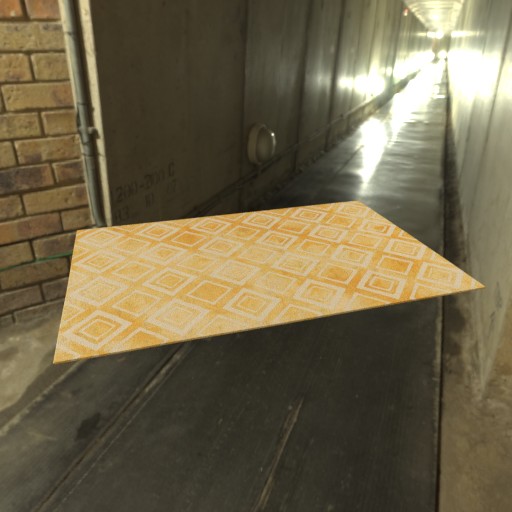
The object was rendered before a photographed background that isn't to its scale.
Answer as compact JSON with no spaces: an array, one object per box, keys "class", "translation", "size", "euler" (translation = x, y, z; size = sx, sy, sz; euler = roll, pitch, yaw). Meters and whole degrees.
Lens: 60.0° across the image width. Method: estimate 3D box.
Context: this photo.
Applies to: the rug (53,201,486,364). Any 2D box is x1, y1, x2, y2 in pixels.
[{"class":"rug","translation":[0.000,0.000,2.294],"size":[1.829,0.010,1.213],"euler":[-8,28,-15]}]
